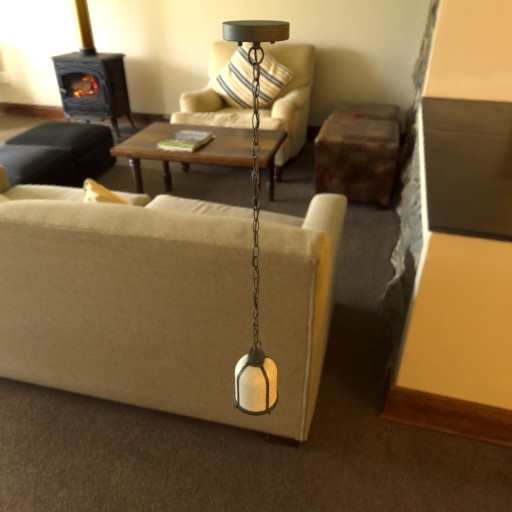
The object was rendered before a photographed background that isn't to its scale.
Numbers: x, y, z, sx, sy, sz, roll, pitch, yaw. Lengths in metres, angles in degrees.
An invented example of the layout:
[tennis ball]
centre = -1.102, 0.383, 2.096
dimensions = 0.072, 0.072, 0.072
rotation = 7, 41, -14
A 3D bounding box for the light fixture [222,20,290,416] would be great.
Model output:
[light fixture]
centre = 0.000, 0.000, 1.264
dimensions = 0.178, 1.181, 0.178
rotation = -19, 36, -27
